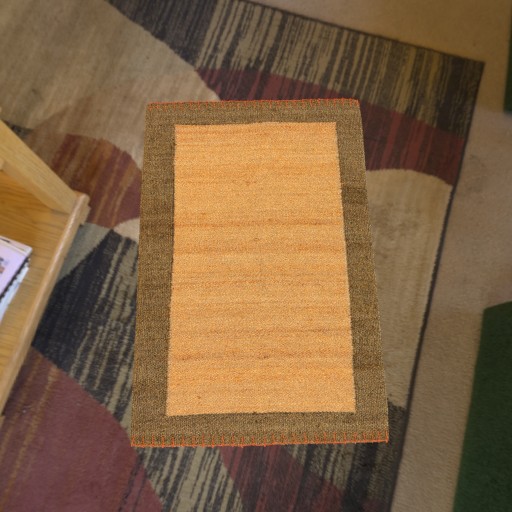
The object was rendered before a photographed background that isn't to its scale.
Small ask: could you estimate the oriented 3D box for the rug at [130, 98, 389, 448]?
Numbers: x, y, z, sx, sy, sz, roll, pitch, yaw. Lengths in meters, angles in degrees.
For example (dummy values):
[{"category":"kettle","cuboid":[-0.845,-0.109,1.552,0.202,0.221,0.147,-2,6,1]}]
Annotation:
[{"category":"rug","cuboid":[0.000,0.000,2.292,1.220,0.019,1.838,-1,75,0]}]
